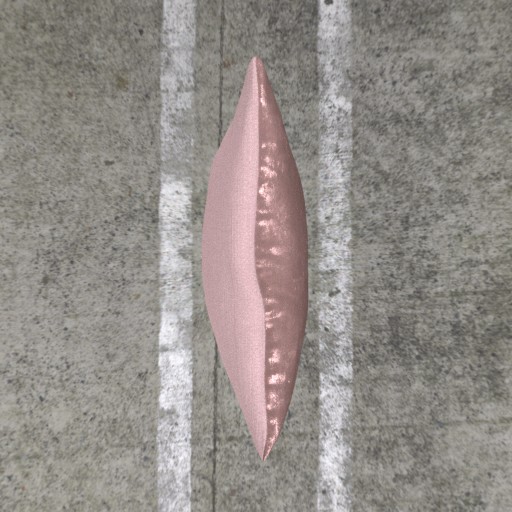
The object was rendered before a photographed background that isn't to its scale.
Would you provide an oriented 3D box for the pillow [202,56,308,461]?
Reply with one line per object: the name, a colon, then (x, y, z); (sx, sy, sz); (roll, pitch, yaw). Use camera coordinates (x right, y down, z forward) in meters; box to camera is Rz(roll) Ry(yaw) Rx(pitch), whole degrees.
pillow: (0.000, 0.000, 0.736); (0.175, 0.464, 0.470); (0, 91, 0)
